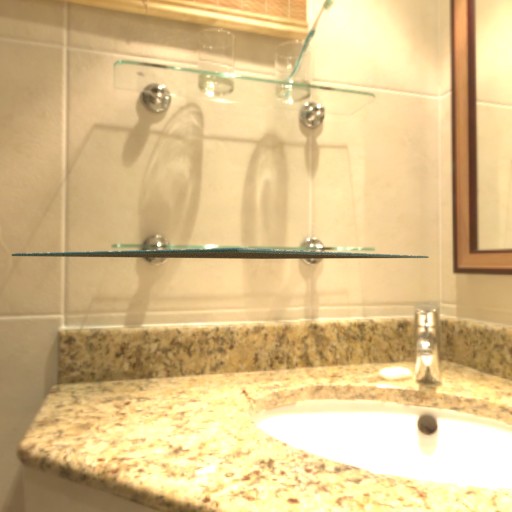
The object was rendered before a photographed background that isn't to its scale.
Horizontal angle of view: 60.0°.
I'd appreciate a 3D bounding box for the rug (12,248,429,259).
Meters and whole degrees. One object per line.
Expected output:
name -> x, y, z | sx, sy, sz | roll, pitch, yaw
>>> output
rug -> 0.000, 0.000, 2.247 | 1.211, 0.012, 1.833 | -1, -1, 36
